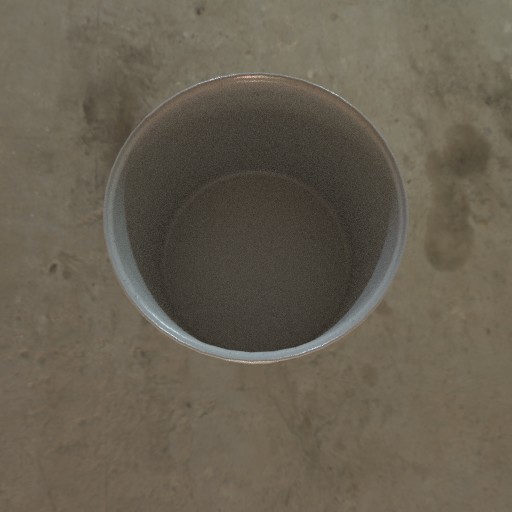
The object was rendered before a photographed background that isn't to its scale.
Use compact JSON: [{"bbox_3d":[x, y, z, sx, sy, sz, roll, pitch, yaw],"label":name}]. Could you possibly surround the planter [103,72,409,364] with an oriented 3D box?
[{"bbox_3d":[0.000,0.000,0.273,0.130,0.178,0.130,0,76,0],"label":"planter"}]
